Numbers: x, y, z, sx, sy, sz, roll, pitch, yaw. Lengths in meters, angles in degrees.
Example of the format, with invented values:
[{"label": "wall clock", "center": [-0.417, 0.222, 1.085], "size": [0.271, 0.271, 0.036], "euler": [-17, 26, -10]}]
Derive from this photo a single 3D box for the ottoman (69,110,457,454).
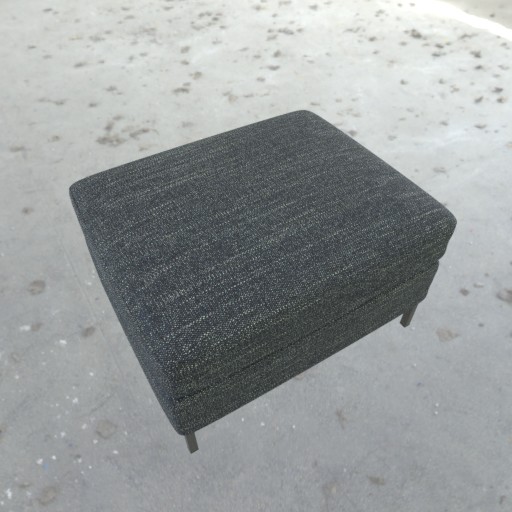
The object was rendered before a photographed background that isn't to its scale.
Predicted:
[{"label": "ottoman", "center": [0.000, 0.000, 1.267], "size": [0.814, 0.491, 0.667], "euler": [-24, 51, -21]}]
